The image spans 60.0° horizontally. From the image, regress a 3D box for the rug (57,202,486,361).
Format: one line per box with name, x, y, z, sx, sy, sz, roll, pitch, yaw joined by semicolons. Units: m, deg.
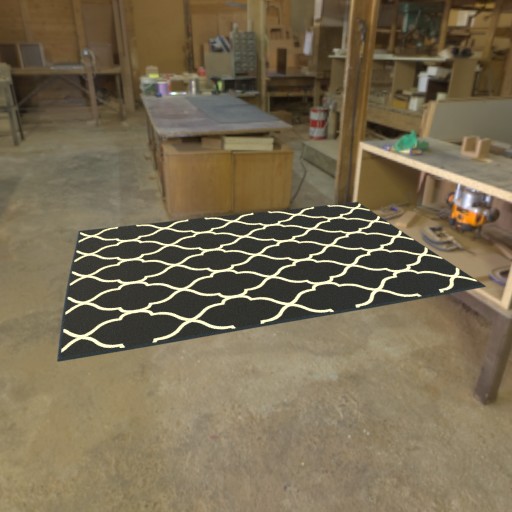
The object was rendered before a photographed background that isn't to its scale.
rug;0.000;0.000;2.887;2.294;0.014;1.528;-7;27;-15
